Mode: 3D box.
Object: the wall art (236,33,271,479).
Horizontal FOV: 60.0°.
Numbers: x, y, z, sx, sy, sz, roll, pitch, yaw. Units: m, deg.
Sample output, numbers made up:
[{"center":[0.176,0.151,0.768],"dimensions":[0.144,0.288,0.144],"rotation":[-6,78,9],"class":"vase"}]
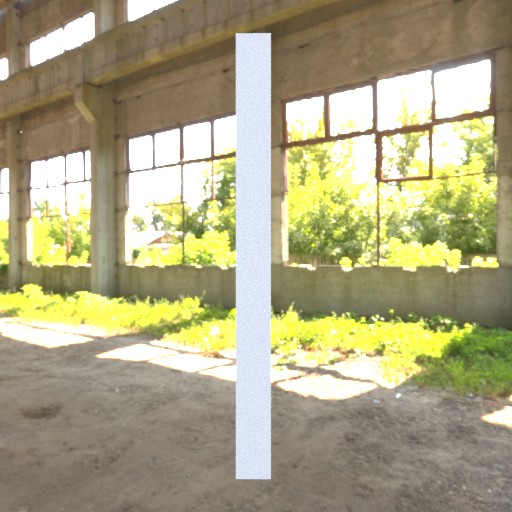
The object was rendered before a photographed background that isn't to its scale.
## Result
[{"center":[0.000,0.000,0.455],"dimensions":[0.024,0.304,0.304],"rotation":[0,0,1],"class":"wall art"}]
